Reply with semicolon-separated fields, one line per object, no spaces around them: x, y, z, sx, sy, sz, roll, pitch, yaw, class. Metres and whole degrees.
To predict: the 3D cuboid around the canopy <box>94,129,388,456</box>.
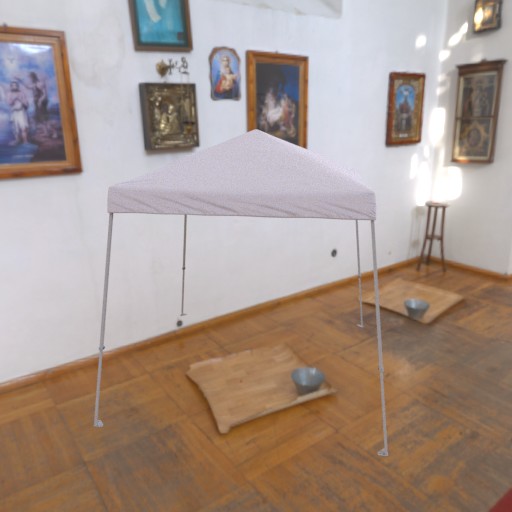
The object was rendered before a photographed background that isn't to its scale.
0.000;0.000;5.184;2.850;2.850;2.849;2;16;8;canopy
